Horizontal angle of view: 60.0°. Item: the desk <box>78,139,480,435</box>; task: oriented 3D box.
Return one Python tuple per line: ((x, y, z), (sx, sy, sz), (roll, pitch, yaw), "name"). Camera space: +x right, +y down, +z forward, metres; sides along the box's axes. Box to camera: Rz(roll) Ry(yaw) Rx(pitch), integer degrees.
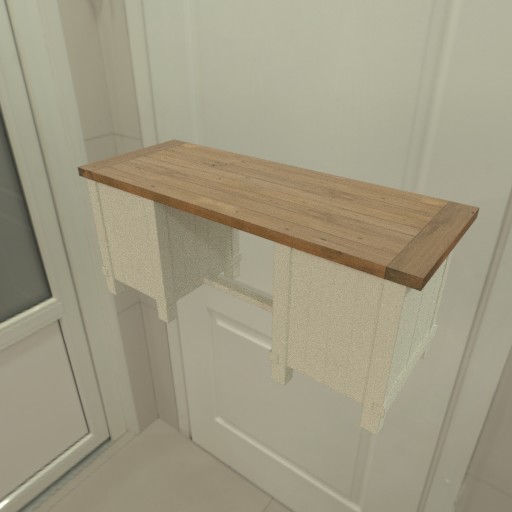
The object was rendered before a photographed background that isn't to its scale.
((0.000, 0.000, 2.258), (1.803, 0.760, 0.688), (20, 35, 32), "desk")
